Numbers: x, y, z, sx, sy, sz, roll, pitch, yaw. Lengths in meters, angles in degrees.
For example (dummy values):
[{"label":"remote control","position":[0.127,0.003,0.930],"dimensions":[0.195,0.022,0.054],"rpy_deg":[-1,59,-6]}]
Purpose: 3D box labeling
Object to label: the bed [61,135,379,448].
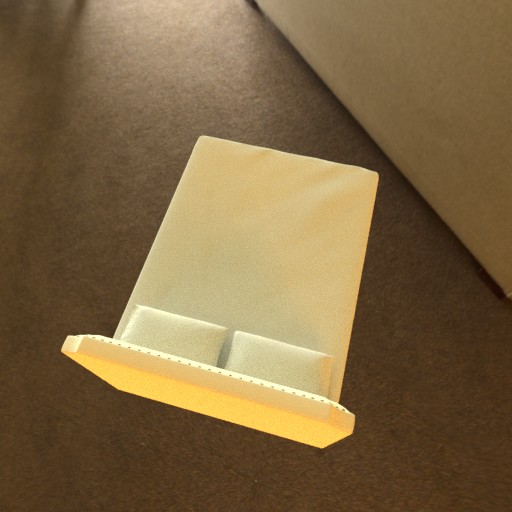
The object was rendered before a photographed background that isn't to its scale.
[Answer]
[{"label":"bed","position":[0.000,0.000,3.454],"dimensions":[1.703,1.415,2.329],"rpy_deg":[14,64,7]}]
